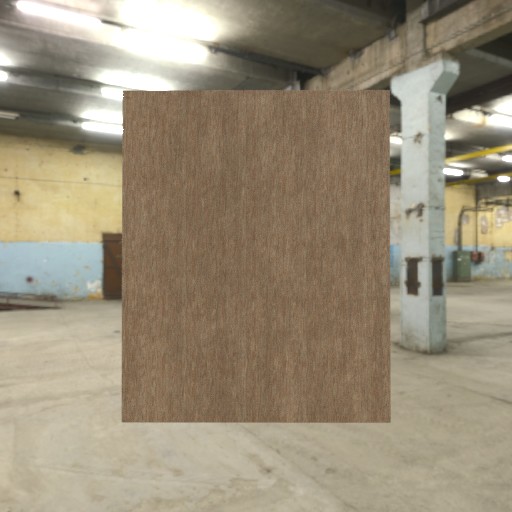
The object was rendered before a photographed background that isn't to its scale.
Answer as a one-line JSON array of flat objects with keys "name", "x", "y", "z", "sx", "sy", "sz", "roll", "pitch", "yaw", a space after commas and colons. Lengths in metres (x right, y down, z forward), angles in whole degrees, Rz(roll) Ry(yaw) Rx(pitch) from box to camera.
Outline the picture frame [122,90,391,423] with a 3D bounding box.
[{"name": "picture frame", "x": 0.000, "y": 0.000, "z": 0.723, "sx": 0.424, "sy": 0.526, "sz": 0.043, "roll": 0, "pitch": -1, "yaw": 0}]
